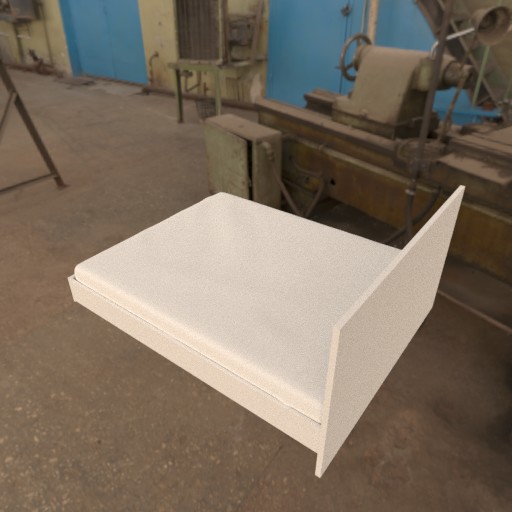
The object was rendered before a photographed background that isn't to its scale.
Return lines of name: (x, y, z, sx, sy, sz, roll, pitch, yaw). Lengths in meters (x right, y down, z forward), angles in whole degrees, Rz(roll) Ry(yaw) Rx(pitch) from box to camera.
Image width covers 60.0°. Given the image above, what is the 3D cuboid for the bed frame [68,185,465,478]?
bed frame: (0.000, 0.000, 3.090, 2.100, 1.001, 1.711, 22, 39, 30)
